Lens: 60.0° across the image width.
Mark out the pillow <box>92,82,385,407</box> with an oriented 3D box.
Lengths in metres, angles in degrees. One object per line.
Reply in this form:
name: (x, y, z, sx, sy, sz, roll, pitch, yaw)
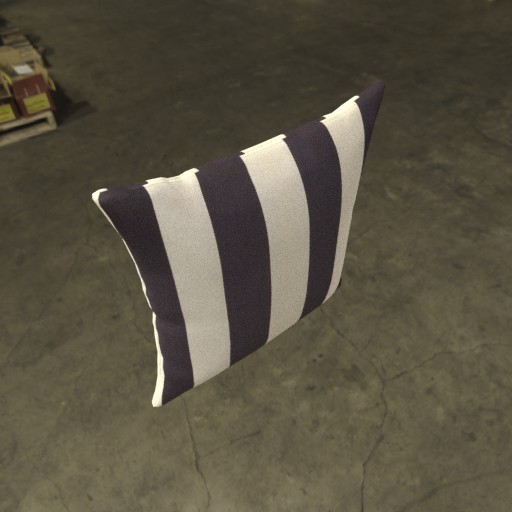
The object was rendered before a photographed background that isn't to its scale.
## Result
pillow: (0.000, 0.000, 0.826, 0.536, 0.526, 0.189, -30, 53, -26)
